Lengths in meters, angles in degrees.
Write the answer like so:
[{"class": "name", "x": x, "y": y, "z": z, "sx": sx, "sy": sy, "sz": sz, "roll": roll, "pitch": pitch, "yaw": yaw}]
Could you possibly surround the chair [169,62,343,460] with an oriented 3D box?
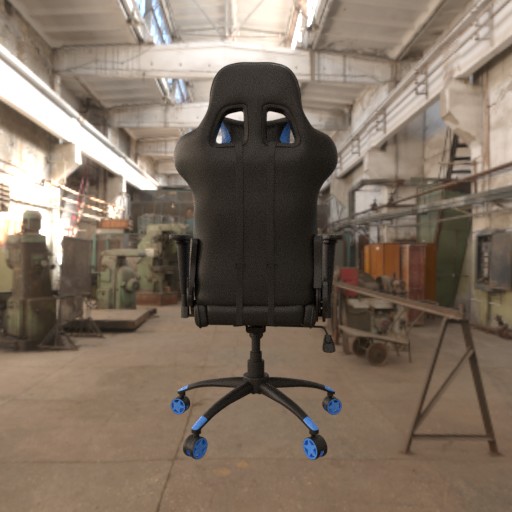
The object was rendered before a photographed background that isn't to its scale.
[{"class": "chair", "x": 0.000, "y": 0.000, "z": 1.735, "sx": 0.695, "sy": 1.282, "sz": 0.730, "roll": 0, "pitch": 0, "yaw": 1}]
